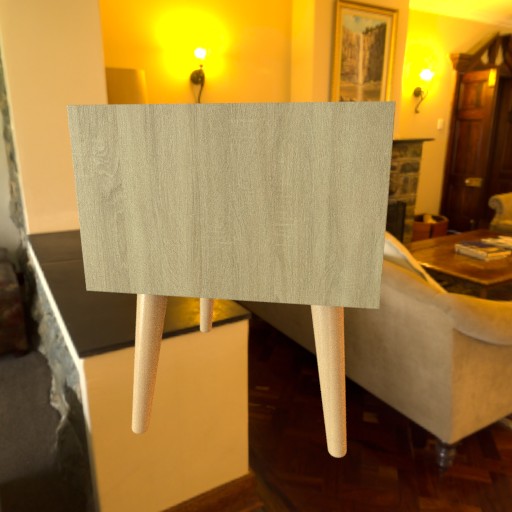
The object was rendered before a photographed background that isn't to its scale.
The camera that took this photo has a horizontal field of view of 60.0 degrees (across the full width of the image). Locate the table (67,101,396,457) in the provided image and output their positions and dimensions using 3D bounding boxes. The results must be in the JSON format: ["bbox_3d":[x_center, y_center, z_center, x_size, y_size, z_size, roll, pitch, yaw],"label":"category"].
[{"bbox_3d":[0.000,0.000,0.762,0.370,0.470,0.450,3,16,10],"label":"table"}]
